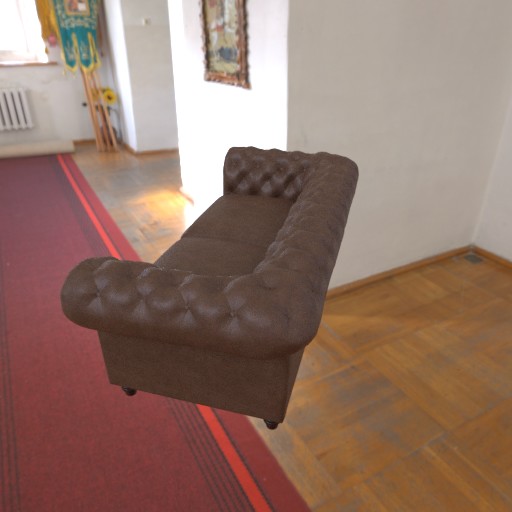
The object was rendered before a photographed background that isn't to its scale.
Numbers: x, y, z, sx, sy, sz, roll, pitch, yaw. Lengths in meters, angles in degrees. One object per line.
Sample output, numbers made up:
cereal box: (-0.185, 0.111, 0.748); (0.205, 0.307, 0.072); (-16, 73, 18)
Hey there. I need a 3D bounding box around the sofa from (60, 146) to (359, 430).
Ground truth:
sofa: (0.000, 0.000, 2.493); (0.955, 0.784, 2.048); (8, 29, 14)
